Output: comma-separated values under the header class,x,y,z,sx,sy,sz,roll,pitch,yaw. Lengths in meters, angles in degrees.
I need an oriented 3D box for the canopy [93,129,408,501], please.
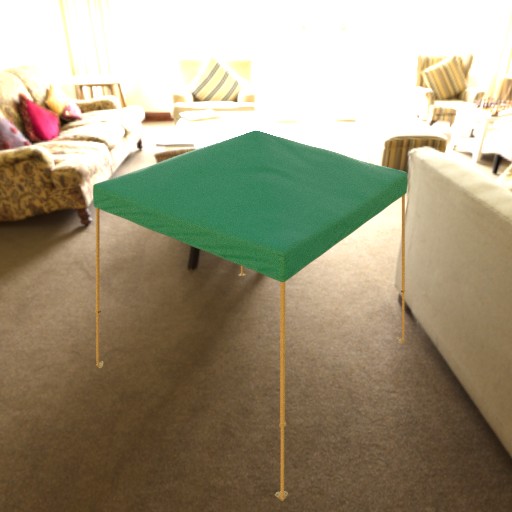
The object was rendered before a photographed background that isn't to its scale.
class,x,y,z,sx,sy,sz,roll,pitch,yaw
canopy,0.000,0.000,5.068,2.850,2.850,2.849,21,35,33
